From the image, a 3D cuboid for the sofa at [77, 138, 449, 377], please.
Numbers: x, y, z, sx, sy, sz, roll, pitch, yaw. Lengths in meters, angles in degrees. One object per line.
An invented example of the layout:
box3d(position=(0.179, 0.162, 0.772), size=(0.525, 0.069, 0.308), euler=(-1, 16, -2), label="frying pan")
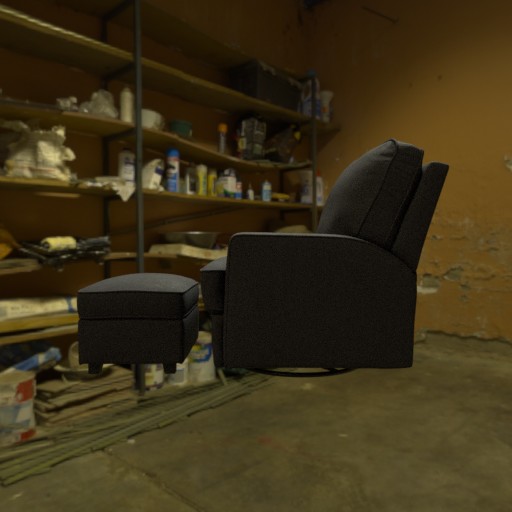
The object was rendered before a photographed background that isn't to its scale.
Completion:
box3d(position=(0.000, 0.000, 2.054), size=(1.472, 0.959, 0.861), euler=(0, 1, -1), label="sofa")
